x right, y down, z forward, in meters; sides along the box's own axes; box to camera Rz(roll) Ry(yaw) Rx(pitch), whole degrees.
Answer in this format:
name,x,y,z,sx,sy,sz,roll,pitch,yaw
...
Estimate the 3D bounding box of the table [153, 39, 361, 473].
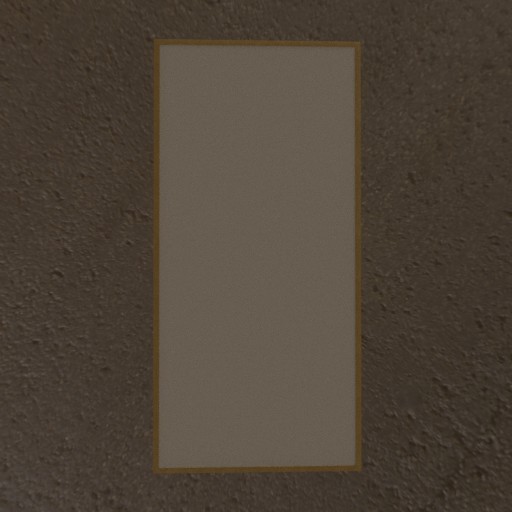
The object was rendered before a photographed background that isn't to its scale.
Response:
name,x,y,z,sx,sy,sz,roll,pitch,yaw
table,0.000,0.000,1.437,0.580,0.398,1.206,0,90,-2
